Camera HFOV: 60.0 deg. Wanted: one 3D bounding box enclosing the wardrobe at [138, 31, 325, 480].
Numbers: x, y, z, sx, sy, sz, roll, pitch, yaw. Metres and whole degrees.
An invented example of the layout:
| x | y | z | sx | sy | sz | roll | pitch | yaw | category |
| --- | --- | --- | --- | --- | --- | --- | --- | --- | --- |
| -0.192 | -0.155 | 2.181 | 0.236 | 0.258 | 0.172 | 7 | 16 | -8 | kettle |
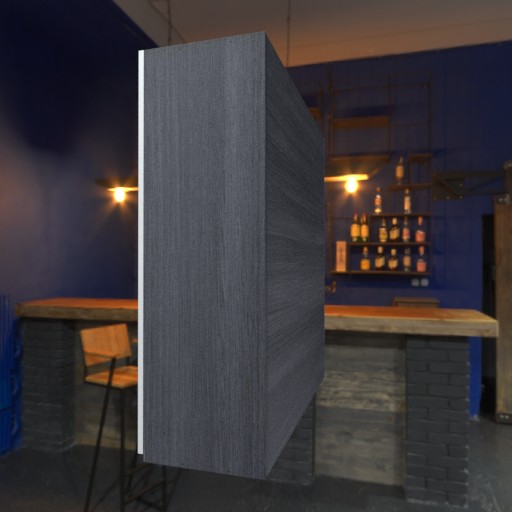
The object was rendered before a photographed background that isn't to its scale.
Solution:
| x | y | z | sx | sy | sz | roll | pitch | yaw | category |
| --- | --- | --- | --- | --- | --- | --- | --- | --- | --- |
| 0.000 | 0.000 | 2.870 | 0.629 | 1.960 | 1.780 | 0 | 0 | 17 | wardrobe |
